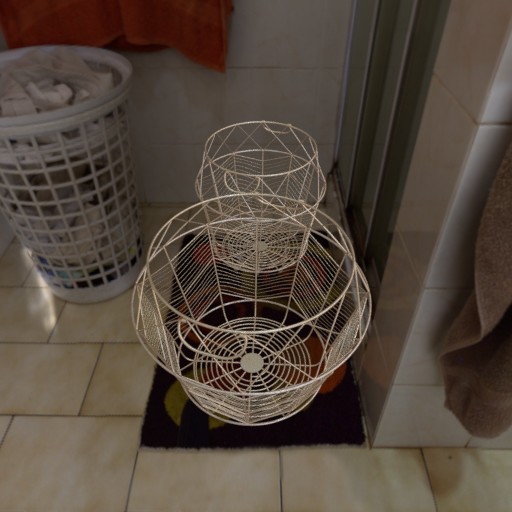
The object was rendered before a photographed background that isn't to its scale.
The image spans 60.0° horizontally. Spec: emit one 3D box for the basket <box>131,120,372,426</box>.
[{"bbox_3d":[0.000,0.000,1.028,0.451,0.343,0.805,2,42,2],"label":"basket"}]
